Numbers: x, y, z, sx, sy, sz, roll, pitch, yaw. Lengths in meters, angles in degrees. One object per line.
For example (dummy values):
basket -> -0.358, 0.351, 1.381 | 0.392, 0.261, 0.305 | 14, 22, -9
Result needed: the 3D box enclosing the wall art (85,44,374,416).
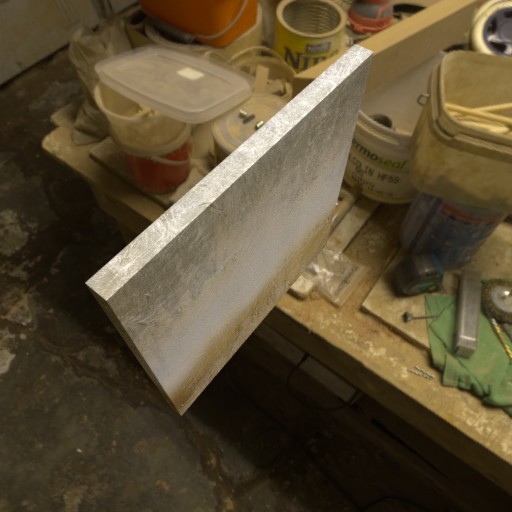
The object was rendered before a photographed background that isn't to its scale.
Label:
wall art -> 0.000, 0.000, 0.907 | 0.038, 0.610, 0.610 | 34, 64, 19
